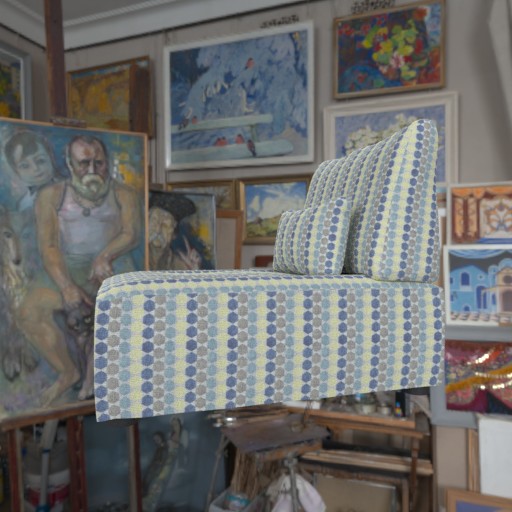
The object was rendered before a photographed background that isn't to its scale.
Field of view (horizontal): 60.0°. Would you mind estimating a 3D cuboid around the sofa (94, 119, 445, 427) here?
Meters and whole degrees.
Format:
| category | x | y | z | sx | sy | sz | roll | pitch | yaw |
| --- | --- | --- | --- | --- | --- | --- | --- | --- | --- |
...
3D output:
| category | x | y | z | sx | sy | sz | roll | pitch | yaw |
| --- | --- | --- | --- | --- | --- | --- | --- | --- | --- |
| sofa | 0.000 | 0.000 | 1.499 | 1.000 | 0.820 | 0.700 | 0 | 0 | -18 |
